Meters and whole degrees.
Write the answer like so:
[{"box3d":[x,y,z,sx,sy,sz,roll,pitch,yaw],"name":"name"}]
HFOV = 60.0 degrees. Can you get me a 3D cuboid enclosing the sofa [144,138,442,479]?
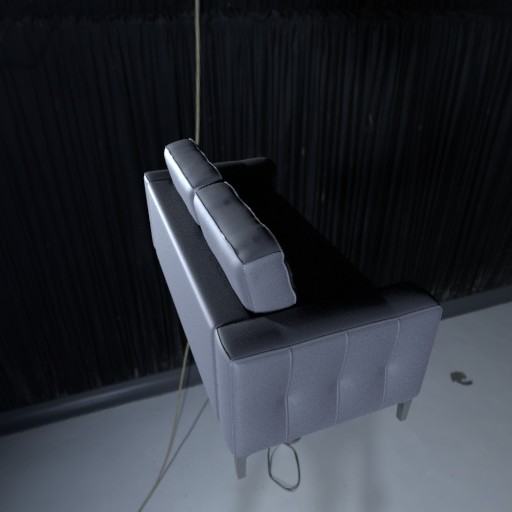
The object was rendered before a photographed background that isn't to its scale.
[{"box3d":[0.000,0.000,2.229,0.833,0.893,1.726,-11,34,-18],"name":"sofa"}]
